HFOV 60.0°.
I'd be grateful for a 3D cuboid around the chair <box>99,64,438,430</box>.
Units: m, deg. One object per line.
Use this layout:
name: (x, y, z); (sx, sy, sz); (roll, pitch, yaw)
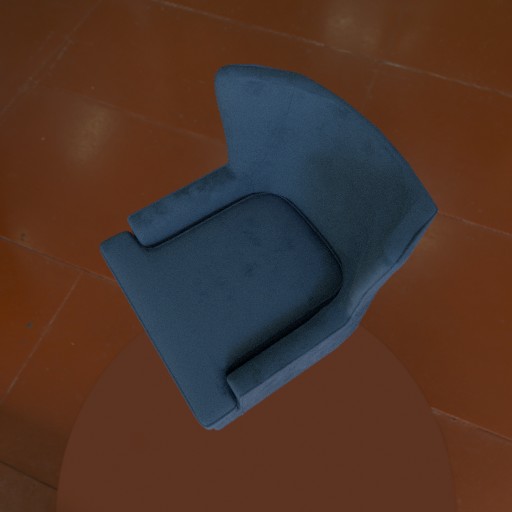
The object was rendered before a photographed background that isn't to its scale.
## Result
chair: (0.000, 0.000, 1.570); (0.910, 0.952, 0.793); (-31, 68, -14)
